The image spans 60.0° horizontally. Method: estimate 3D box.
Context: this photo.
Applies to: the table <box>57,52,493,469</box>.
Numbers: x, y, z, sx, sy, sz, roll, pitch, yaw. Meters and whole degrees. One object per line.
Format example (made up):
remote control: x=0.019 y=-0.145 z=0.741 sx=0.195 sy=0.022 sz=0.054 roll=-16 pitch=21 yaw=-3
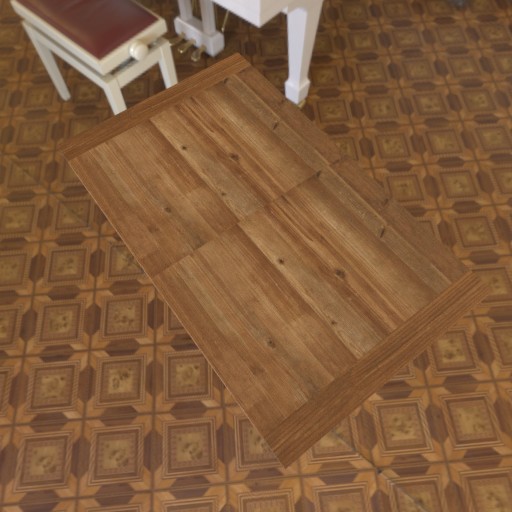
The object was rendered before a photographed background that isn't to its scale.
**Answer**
table: x=0.000 y=0.000 z=2.008 sx=0.922 sy=0.743 sz=1.503 roll=-34 pitch=68 yaw=-16
